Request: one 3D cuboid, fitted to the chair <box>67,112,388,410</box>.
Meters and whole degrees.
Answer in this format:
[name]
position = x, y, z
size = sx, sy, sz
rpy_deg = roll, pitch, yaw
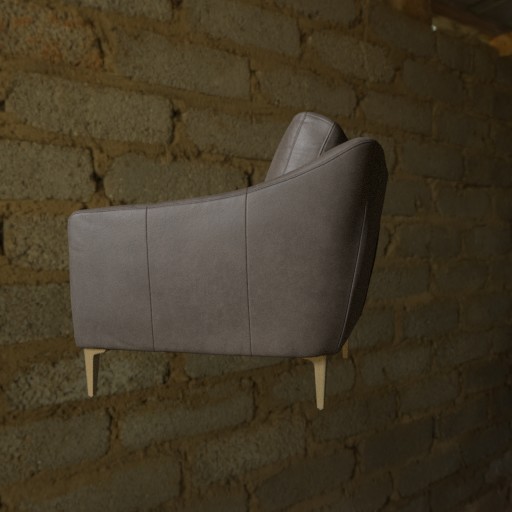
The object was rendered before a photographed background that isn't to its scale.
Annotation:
[chair]
position = 0.000, 0.000, 1.709
size = 0.961, 0.901, 0.988
rpy_deg = 1, 2, 18
